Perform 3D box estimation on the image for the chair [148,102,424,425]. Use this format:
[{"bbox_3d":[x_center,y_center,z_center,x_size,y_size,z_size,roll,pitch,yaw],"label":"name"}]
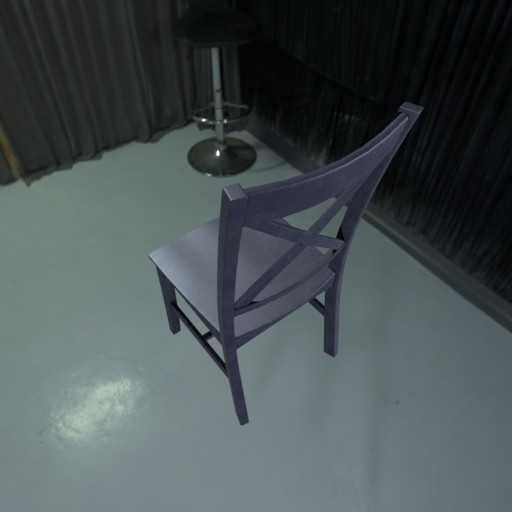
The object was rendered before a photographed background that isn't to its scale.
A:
[{"bbox_3d":[0.000,0.000,1.294,0.485,0.983,0.542,-30,53,-25],"label":"chair"}]
